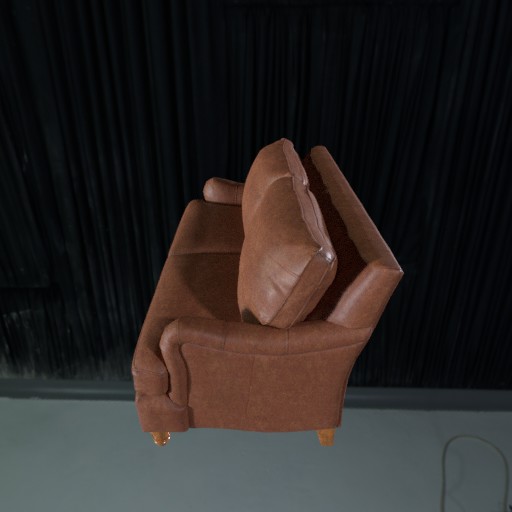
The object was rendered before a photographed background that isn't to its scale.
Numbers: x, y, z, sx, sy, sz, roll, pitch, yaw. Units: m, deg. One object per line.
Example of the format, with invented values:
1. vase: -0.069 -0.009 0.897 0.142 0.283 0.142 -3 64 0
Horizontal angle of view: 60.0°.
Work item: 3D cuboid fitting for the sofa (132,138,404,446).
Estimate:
1. sofa: 0.000 0.000 2.823 1.147 1.071 2.144 0 27 -1
